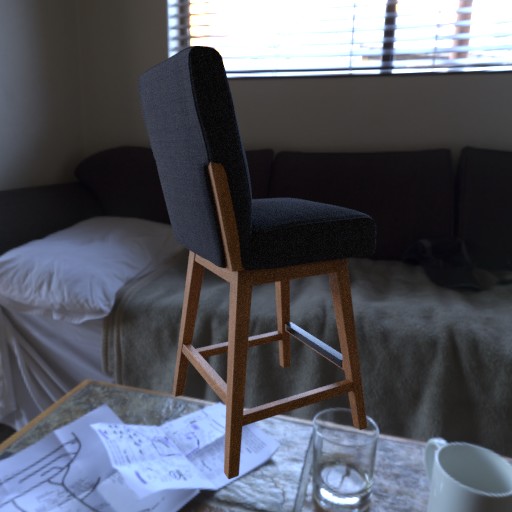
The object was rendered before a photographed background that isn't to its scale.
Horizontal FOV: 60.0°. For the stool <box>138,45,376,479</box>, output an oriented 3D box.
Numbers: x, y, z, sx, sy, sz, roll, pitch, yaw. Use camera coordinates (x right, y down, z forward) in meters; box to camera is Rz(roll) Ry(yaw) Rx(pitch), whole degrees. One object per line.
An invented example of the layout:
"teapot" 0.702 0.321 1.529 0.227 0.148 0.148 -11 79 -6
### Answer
"stool" 0.000 0.000 1.275 0.526 1.010 0.459 -7 16 -27
